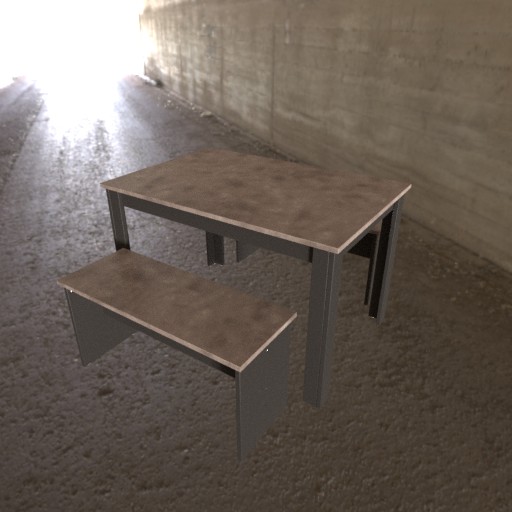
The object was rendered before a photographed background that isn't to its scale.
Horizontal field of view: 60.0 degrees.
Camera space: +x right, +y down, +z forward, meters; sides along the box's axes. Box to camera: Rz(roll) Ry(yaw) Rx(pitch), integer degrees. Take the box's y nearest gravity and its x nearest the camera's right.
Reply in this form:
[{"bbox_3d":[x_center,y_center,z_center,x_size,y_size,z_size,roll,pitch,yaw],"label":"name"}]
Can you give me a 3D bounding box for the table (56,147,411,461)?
[{"bbox_3d":[0.000,0.000,2.043,1.100,0.700,1.443,18,33,30],"label":"table"}]
